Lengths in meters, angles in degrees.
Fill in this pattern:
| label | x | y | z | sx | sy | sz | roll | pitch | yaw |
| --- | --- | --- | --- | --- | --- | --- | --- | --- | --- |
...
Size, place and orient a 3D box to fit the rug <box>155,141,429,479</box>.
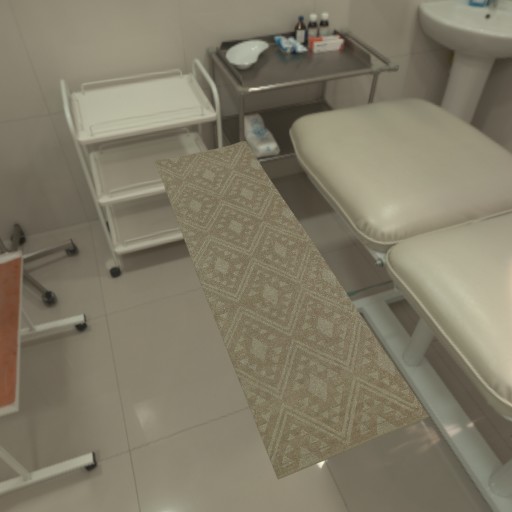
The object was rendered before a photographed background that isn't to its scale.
| label | x | y | z | sx | sy | sz | roll | pitch | yaw |
| --- | --- | --- | --- | --- | --- | --- | --- | --- | --- |
| rug | 0.000 | 0.000 | 2.714 | 0.752 | 0.051 | 2.452 | -15 | 48 | -14 |
